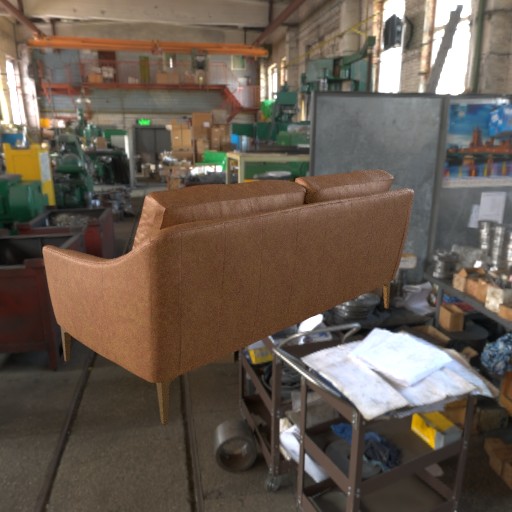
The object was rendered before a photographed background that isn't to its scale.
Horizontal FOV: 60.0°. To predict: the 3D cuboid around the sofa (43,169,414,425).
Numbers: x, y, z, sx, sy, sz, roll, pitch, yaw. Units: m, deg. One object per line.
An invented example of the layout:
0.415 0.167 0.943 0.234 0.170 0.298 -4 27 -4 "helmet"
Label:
0.000 0.000 2.561 0.981 0.945 2.036 14 21 43 "sofa"
